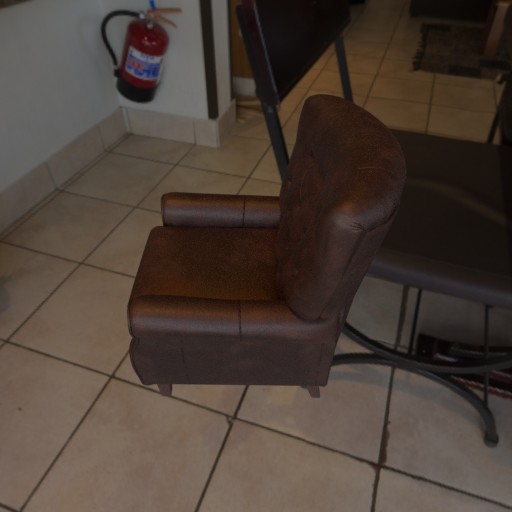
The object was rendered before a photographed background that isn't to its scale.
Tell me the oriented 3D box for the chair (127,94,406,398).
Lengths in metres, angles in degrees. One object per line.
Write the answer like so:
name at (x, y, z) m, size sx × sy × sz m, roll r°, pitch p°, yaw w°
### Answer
chair at (0.000, 0.000, 1.936) m, size 1.058 × 1.158 × 0.948 m, roll 0°, pitch 41°, yaw 0°
